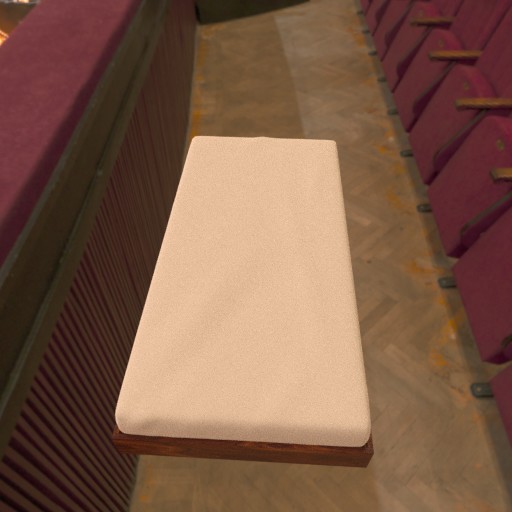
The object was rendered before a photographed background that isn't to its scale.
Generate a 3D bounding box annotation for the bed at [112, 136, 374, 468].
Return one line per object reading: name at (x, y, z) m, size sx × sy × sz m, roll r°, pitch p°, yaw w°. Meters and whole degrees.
bed at (0.000, 0.000, 2.218) m, size 0.940 × 0.312 × 1.860 m, roll 2°, pitch 47°, yaw 2°
